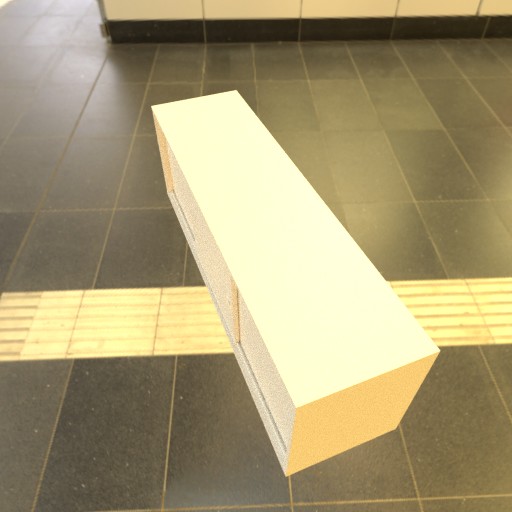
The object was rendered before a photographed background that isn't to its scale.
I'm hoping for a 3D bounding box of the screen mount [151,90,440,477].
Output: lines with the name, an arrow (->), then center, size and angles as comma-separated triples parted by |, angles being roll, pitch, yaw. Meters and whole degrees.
screen mount -> 0.000, 0.000, 1.760 | 0.400, 0.619, 1.490 | -16, 49, -15
